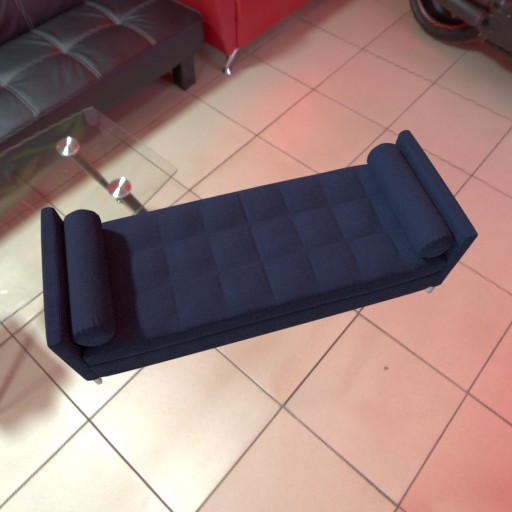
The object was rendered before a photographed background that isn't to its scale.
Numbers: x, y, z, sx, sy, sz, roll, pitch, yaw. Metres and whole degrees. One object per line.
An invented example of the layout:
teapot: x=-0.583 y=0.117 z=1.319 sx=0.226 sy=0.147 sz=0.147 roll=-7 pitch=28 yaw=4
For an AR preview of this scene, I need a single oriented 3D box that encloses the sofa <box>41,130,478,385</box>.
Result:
sofa: x=0.000 y=0.000 z=2.494 sx=2.102 sy=0.657 sz=0.797 roll=-14 pitch=60 yaw=-8
